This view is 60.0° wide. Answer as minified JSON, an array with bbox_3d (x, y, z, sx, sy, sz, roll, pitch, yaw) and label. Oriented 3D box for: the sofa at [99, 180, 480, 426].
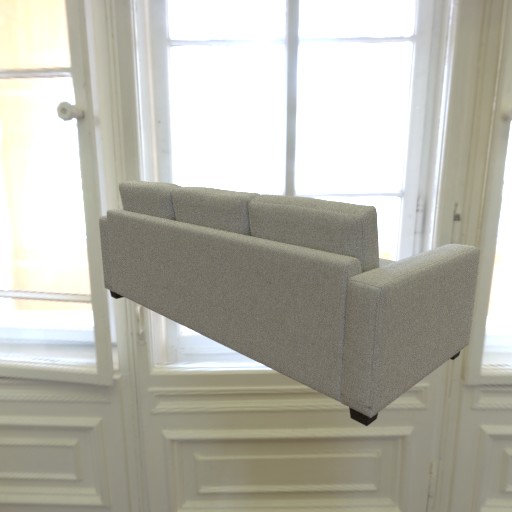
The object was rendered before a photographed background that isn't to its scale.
[{"bbox_3d":[0.000,0.000,2.533,0.900,0.800,2.120,-13,19,-42],"label":"sofa"}]
